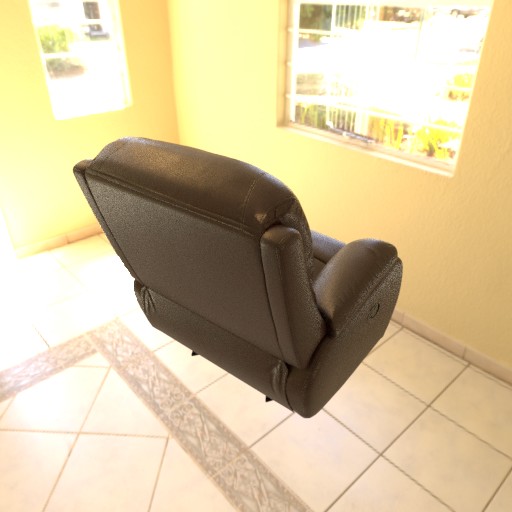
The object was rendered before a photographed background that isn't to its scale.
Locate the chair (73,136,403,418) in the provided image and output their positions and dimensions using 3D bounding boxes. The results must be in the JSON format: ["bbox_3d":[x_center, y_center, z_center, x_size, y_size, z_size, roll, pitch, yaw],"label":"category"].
[{"bbox_3d":[0.000,0.000,1.744,0.930,1.011,0.899,22,38,32],"label":"chair"}]
